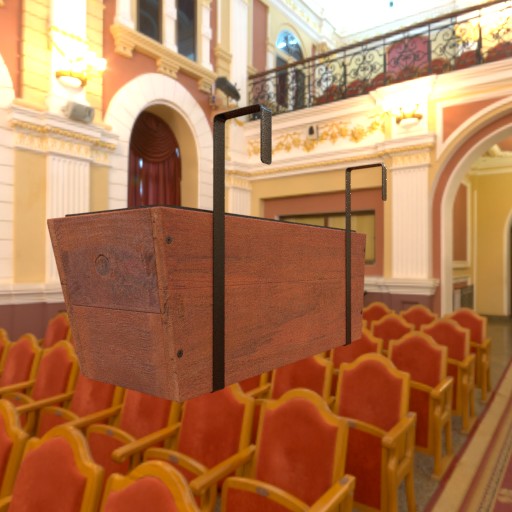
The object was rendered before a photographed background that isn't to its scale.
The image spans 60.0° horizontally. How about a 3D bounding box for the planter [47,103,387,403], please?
[{"bbox_3d":[0.000,0.000,0.637,0.262,0.289,0.480,-1,-1,36],"label":"planter"}]
